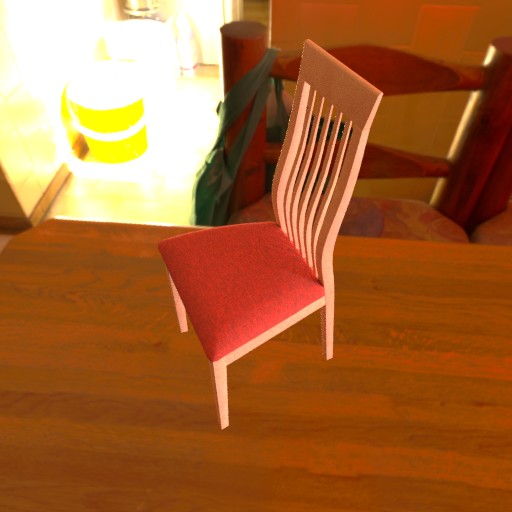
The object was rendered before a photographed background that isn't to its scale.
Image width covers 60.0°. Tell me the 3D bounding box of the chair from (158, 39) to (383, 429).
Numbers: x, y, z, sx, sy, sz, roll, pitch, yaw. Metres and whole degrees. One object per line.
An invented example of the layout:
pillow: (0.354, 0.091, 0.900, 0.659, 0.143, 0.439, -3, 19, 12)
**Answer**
chair: (0.000, 0.000, 1.265, 0.474, 1.027, 0.460, -19, 50, -17)
